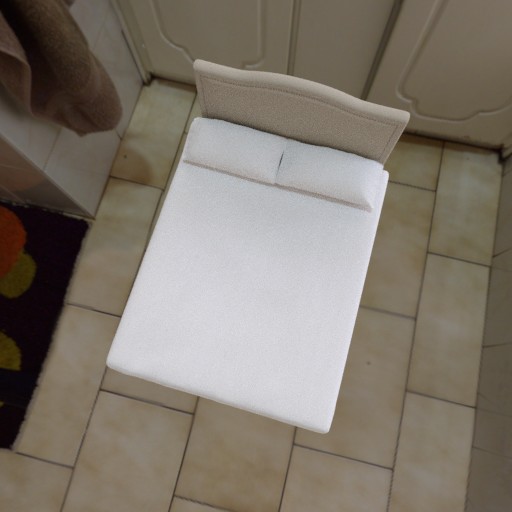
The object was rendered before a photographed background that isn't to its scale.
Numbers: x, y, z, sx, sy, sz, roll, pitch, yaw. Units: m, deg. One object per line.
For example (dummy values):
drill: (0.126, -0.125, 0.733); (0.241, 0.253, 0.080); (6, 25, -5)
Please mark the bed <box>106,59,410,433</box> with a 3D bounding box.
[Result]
bed: (0.000, 0.000, 3.681); (1.977, 1.437, 2.477); (16, 76, 4)
